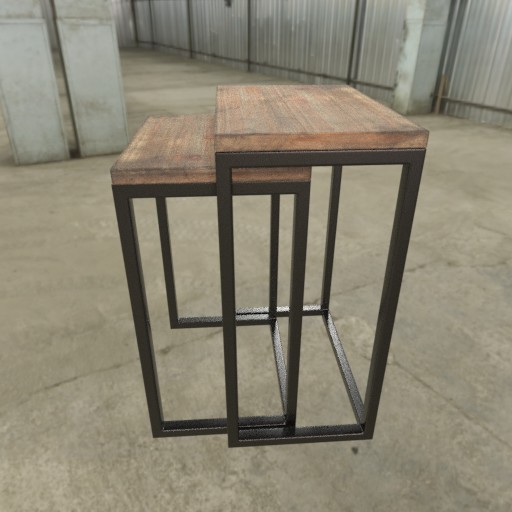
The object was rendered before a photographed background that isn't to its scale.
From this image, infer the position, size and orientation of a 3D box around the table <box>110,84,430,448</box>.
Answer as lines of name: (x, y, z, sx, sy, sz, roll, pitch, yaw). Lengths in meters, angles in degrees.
table: (0.000, 0.000, 0.930, 0.460, 0.615, 0.456, -1, 29, -1)
